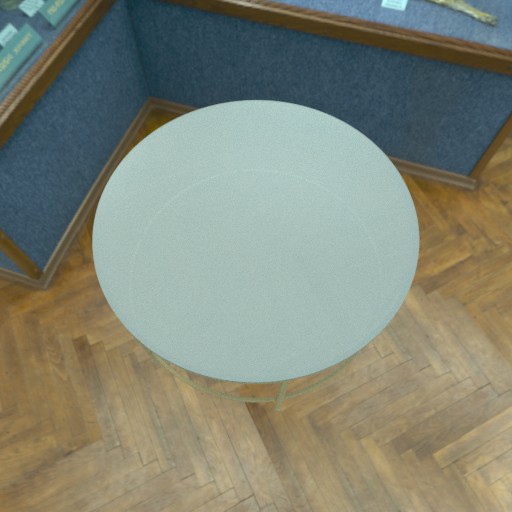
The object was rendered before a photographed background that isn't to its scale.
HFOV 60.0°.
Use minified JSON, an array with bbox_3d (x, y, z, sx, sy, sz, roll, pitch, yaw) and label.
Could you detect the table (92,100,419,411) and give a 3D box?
[{"bbox_3d":[0.000,0.000,1.457,0.914,0.470,0.914,0,62,0],"label":"table"}]
